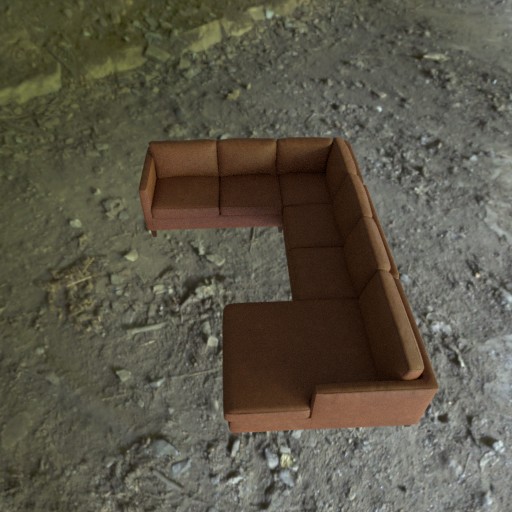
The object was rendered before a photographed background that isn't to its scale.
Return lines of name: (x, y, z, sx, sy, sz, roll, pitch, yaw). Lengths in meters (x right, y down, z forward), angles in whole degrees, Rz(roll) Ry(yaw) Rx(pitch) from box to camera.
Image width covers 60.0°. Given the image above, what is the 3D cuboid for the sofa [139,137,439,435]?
sofa: (0.000, 0.000, 4.602, 2.593, 0.923, 3.460, -2, 46, -2)
